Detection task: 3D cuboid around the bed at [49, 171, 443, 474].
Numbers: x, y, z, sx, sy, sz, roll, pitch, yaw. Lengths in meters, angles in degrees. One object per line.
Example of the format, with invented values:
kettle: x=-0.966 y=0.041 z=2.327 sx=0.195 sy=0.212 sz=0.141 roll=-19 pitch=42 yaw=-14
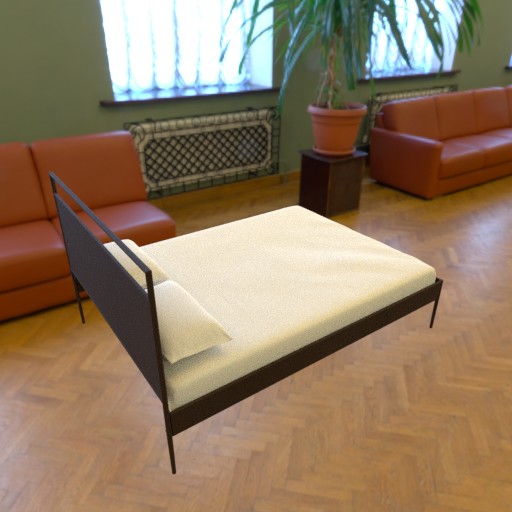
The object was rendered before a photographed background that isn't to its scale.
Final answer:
bed: x=0.000 y=0.000 z=3.056 sx=2.122 sy=1.173 sz=1.572 roll=-18 pitch=33 yaw=-31
